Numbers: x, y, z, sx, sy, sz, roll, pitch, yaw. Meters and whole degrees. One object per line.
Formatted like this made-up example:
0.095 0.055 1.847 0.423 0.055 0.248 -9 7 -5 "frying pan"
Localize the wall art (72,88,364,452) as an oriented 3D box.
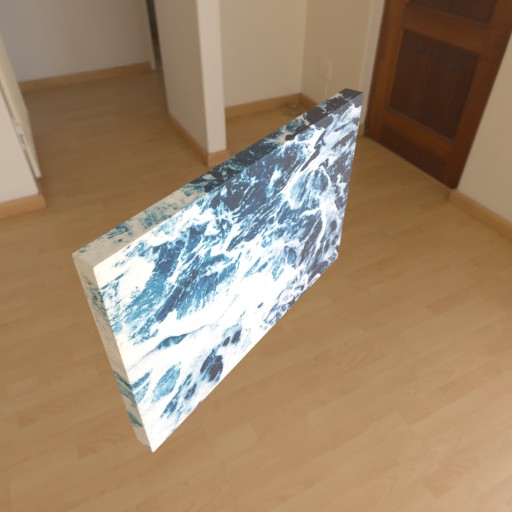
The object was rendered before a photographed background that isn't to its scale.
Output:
0.000 0.000 0.780 0.043 0.407 0.609 26 47 27 "wall art"
